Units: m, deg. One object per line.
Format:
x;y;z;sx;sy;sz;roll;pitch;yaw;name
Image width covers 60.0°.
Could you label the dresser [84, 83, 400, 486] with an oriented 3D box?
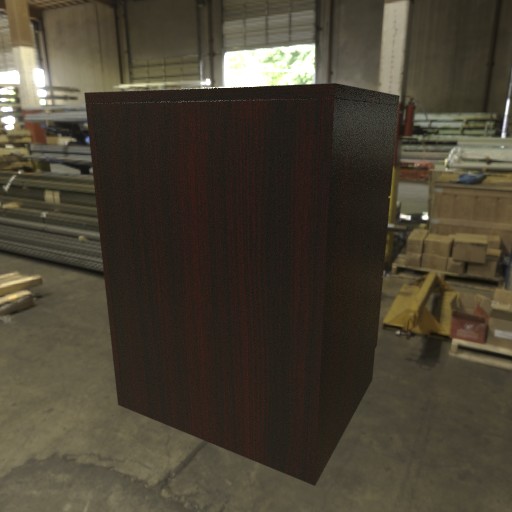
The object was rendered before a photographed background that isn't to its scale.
0.000;0.000;0.817;0.400;0.560;0.360;9;20;28;dresser
